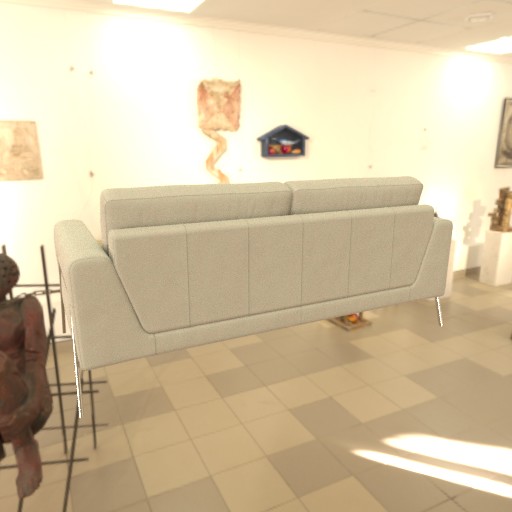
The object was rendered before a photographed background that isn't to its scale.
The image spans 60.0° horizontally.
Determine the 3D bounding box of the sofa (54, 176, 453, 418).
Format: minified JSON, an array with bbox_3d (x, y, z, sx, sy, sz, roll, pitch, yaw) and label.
[{"bbox_3d":[0.000,0.000,2.473,2.017,0.875,0.953,-7,16,-26],"label":"sofa"}]
